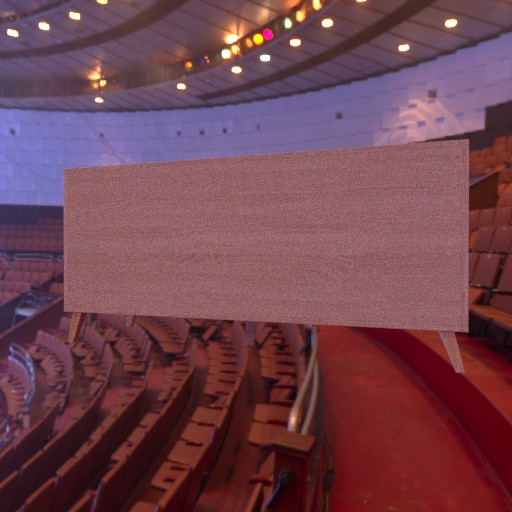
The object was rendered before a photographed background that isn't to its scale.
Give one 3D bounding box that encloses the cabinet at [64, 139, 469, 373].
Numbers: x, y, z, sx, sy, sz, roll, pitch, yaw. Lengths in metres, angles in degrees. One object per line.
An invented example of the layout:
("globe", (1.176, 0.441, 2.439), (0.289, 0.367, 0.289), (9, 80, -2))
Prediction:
("cabinet", (0.000, 0.000, 1.964), (1.649, 0.780, 0.500), (0, 1, 18))
